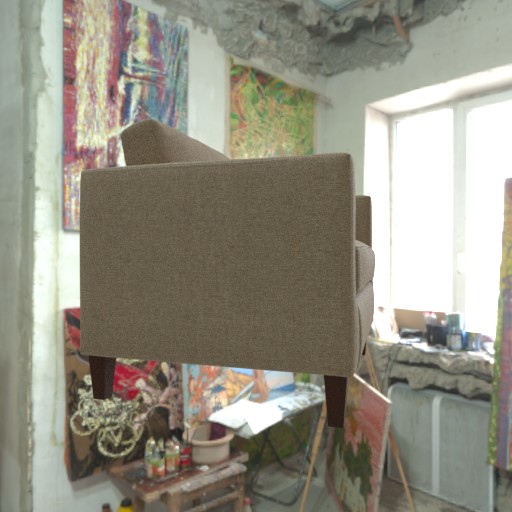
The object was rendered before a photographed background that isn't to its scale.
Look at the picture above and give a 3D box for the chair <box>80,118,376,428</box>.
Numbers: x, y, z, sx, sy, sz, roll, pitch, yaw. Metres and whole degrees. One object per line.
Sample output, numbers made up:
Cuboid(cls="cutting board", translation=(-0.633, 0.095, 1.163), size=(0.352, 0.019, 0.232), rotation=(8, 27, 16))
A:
Cuboid(cls="chair", translation=(0.000, 0.000, 1.876), size=(0.959, 0.987, 1.107), rotation=(0, 1, 17))
